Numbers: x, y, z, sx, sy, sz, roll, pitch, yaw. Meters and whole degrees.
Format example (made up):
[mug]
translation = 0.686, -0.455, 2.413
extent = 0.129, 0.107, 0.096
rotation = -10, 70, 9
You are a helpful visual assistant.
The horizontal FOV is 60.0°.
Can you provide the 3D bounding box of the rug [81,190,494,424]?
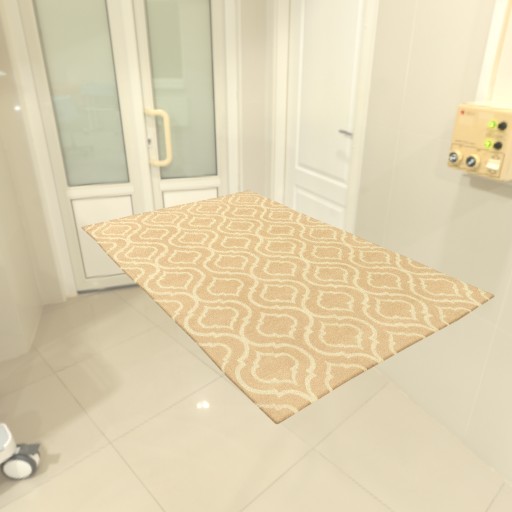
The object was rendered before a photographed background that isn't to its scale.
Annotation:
[rug]
translation = 0.000, 0.000, 2.140
extent = 1.152, 0.013, 1.761
rotation = -18, 31, -32
